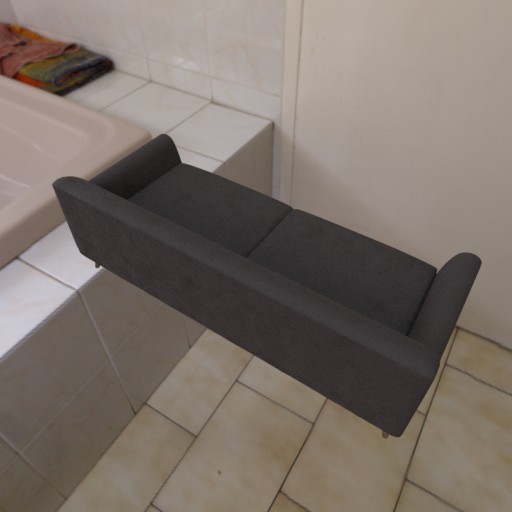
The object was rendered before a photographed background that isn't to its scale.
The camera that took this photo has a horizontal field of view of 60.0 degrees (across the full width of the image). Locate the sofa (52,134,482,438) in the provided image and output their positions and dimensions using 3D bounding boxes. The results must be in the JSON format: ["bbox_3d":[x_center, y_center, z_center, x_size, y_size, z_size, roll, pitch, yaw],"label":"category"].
[{"bbox_3d":[0.000,0.000,2.567,2.190,0.740,0.900,26,51,23],"label":"sofa"}]
